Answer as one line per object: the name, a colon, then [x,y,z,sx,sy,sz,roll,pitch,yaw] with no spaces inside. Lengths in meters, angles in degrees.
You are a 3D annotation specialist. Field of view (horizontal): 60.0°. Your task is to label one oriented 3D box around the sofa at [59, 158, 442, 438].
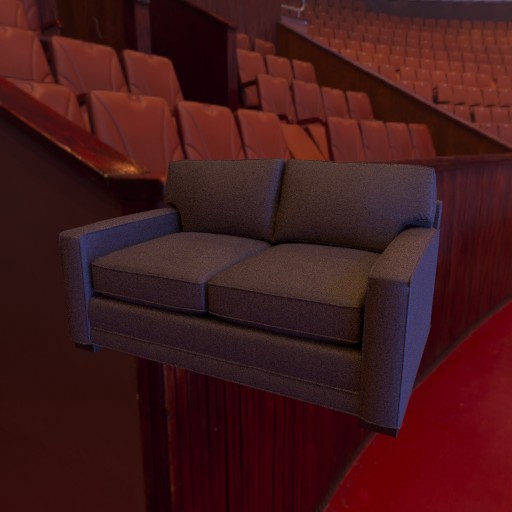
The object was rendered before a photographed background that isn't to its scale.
sofa: [0.000,0.000,2.102,1.534,0.887,0.974,7,16,26]
